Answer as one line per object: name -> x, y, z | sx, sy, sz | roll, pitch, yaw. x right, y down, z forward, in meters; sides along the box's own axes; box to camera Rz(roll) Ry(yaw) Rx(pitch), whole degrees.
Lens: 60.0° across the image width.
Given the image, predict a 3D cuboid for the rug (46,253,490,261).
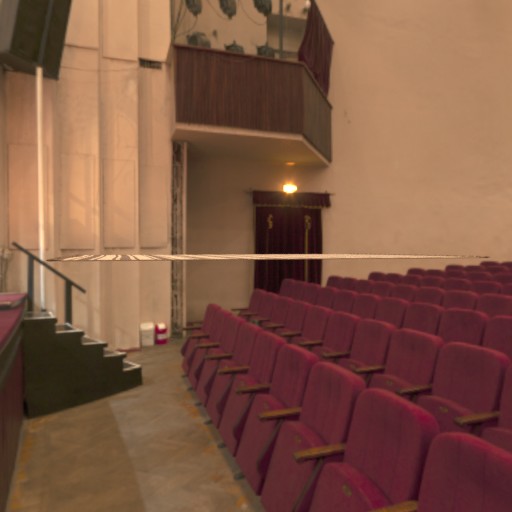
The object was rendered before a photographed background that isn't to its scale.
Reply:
rug -> 0.000, 0.000, 3.794 | 3.040, 0.017, 2.030 | 0, 1, -17
